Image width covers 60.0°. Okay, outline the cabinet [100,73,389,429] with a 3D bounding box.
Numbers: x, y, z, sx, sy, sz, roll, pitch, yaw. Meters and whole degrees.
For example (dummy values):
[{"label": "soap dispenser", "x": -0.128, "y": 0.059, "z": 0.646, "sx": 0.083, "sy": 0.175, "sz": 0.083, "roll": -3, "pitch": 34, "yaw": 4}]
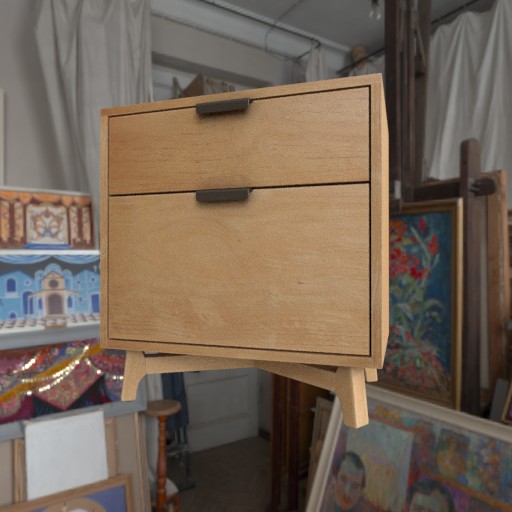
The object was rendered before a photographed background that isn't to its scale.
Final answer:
[{"label": "cabinet", "x": 0.000, "y": 0.000, "z": 0.980, "sx": 0.551, "sy": 0.599, "sz": 0.394, "roll": 0, "pitch": 0, "yaw": 18}]
